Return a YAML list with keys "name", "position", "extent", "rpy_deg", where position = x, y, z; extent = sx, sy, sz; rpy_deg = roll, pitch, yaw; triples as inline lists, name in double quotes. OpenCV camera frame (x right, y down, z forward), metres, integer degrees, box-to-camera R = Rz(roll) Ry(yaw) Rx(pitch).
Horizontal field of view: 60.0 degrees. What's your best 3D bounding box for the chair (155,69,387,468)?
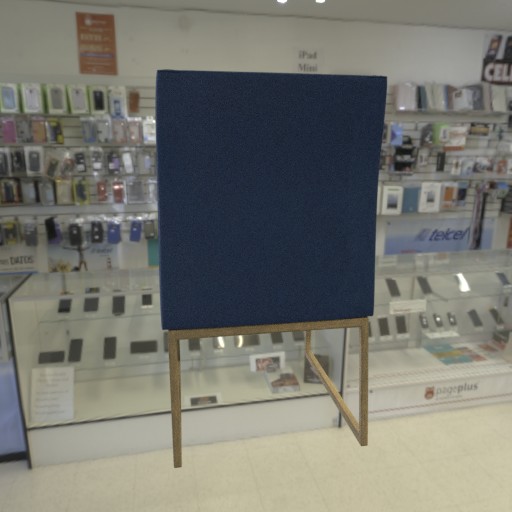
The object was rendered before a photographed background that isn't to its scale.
- name: "chair"
  position: [0.000, 0.000, 1.208]
  extent: [0.508, 0.863, 0.522]
  rpy_deg: [-2, 14, -9]
